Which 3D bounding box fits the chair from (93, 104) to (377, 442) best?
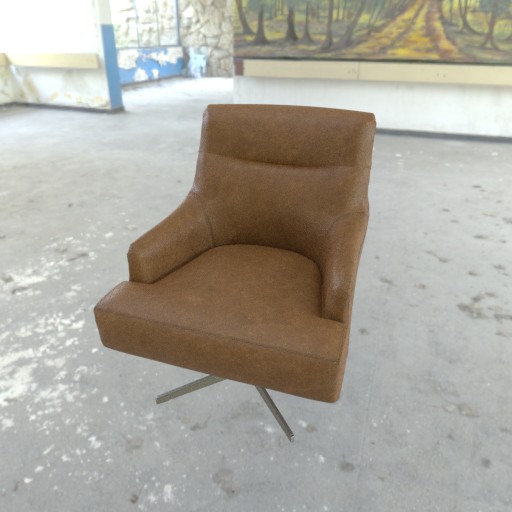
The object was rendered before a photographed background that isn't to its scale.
[{"bbox_3d":[0.000,0.000,1.503,0.729,0.869,0.874,9,28,17],"label":"chair"}]
